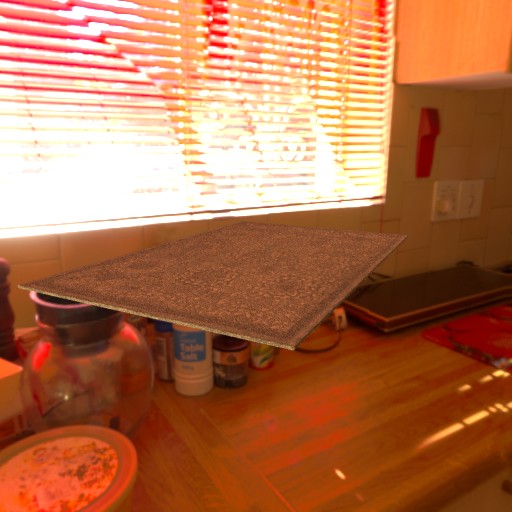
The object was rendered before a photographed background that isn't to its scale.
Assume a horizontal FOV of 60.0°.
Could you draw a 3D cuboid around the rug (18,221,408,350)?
[{"bbox_3d":[0.000,0.000,2.292,1.208,0.012,1.819,7,16,27],"label":"rug"}]
